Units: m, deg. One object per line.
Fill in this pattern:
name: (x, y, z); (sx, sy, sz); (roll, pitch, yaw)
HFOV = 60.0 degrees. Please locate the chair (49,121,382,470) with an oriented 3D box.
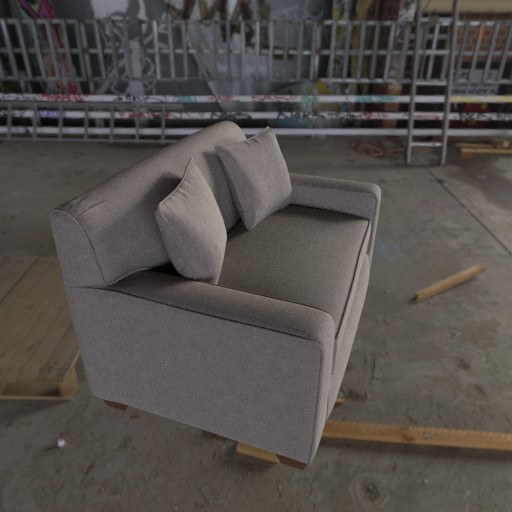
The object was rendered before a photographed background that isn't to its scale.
chair: (0.000, 0.000, 2.046); (0.992, 0.953, 1.395); (11, 31, 18)
